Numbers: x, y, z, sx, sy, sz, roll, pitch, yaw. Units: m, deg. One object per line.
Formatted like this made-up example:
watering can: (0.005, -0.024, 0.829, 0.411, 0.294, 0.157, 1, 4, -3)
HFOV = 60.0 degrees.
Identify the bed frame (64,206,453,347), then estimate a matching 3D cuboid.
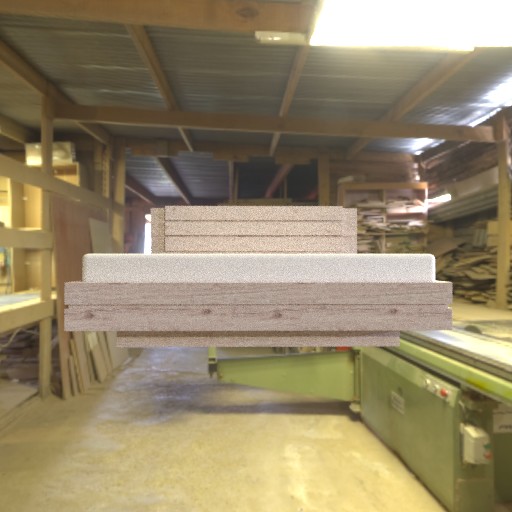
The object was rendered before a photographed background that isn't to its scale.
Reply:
bed frame: (0.000, 0.000, 3.169, 1.950, 0.970, 2.080, 0, -1, -1)
